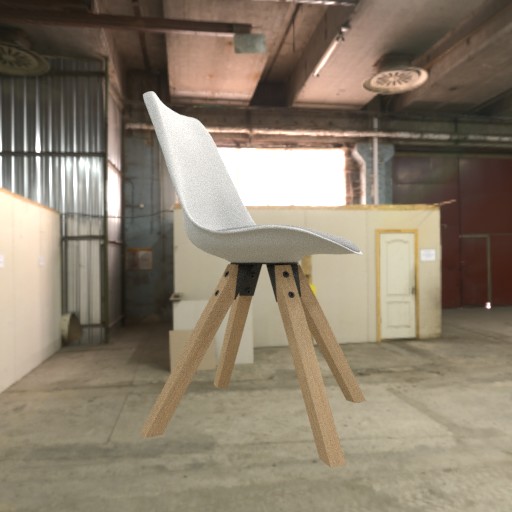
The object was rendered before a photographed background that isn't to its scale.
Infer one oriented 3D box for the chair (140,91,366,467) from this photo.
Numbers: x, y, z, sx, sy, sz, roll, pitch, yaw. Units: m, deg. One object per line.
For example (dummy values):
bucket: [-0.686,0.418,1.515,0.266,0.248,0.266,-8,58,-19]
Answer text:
chair: [0.000,0.000,1.176,0.550,0.850,0.485,0,0,19]
